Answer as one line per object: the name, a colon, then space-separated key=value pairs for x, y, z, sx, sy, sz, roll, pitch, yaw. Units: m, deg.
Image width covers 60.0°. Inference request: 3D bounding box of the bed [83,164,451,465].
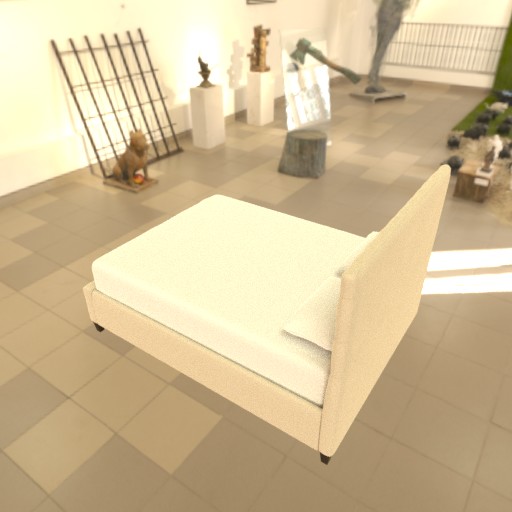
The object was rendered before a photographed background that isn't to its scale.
bed: x=0.000 y=0.000 z=3.441 sx=2.233 sy=1.426 sz=1.696 roll=20 pitch=37 yaw=29
